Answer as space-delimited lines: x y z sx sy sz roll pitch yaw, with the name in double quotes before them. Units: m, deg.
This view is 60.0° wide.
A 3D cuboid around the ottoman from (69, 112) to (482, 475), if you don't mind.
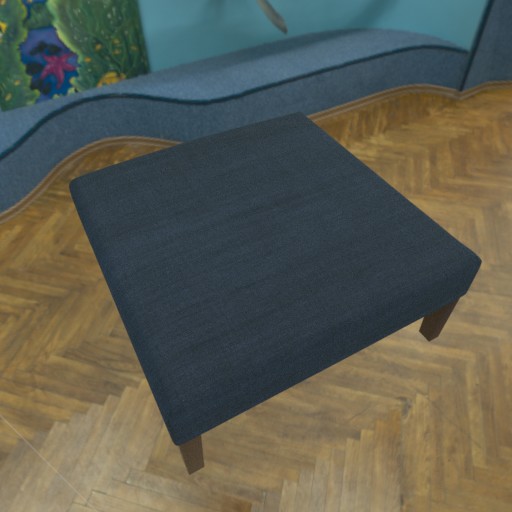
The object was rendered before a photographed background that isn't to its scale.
"ottoman" 0.000 0.000 1.399 0.890 0.411 0.889 -22 51 -19
